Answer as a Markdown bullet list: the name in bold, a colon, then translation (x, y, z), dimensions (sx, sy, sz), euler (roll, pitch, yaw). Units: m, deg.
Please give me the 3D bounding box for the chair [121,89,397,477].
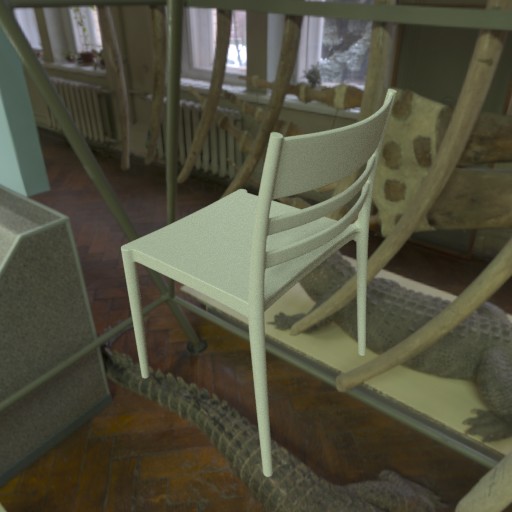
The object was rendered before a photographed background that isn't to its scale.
- **chair**: translation (0.000, 0.000, 1.145), dimensions (0.511, 0.800, 0.531), euler (21, 37, 31)
